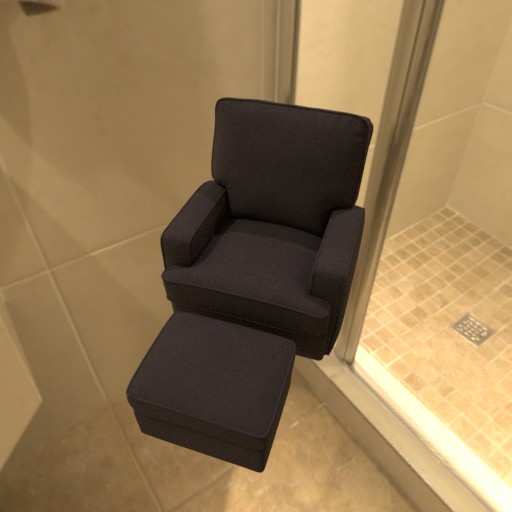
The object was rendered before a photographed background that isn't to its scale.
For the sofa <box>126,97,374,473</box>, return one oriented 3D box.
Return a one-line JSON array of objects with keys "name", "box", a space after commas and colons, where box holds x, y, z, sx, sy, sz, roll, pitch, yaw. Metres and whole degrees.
[{"name": "sofa", "box": [0.000, 0.000, 1.982, 0.861, 0.959, 1.472, 12, 43, 13]}]
